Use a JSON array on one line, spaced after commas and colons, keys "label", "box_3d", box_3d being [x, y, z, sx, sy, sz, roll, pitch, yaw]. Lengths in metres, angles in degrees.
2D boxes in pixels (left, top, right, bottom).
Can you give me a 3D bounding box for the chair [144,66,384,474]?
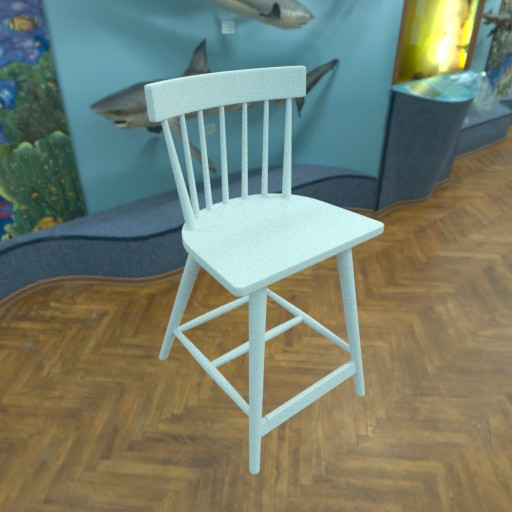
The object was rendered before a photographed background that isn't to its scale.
[{"label": "chair", "box_3d": [0.000, 0.000, 1.268, 0.483, 0.952, 0.572, -22, 37, -32]}]
